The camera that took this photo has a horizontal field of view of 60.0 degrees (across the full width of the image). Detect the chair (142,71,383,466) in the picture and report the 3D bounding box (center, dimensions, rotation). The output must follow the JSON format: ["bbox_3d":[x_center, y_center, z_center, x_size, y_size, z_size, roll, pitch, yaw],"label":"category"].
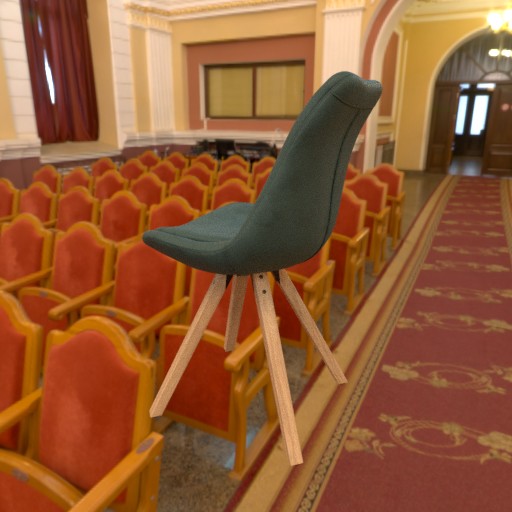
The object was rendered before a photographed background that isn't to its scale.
[{"bbox_3d":[0.000,0.000,1.172,0.547,0.865,0.483,9,19,26],"label":"chair"}]
